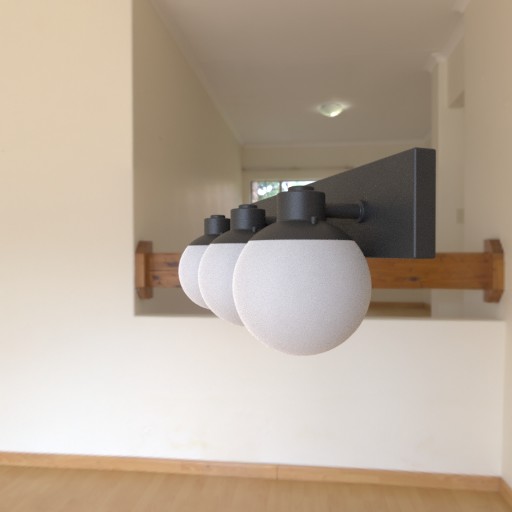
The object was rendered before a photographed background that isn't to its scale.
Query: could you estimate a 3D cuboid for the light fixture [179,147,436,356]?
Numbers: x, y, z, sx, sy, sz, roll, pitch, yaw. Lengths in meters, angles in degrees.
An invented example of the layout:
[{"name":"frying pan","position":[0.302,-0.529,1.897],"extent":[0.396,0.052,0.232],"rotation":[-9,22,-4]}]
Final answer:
[{"name":"light fixture","position":[0.000,0.000,0.840],"extent":[0.218,0.263,0.721],"rotation":[0,1,-18]}]
